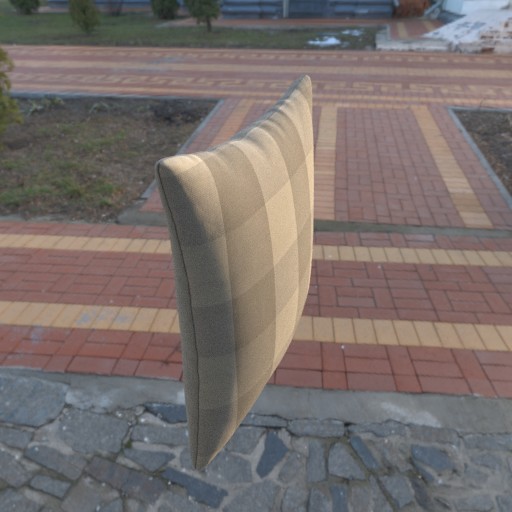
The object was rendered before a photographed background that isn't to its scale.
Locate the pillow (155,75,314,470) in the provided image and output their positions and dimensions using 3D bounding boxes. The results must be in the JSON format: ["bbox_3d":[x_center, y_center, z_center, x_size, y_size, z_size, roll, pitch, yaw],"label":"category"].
[{"bbox_3d":[0.000,0.000,0.765,0.161,0.509,0.511,12,34,18],"label":"pillow"}]
